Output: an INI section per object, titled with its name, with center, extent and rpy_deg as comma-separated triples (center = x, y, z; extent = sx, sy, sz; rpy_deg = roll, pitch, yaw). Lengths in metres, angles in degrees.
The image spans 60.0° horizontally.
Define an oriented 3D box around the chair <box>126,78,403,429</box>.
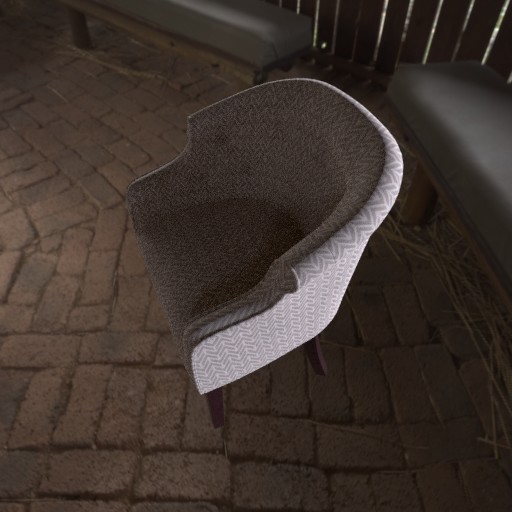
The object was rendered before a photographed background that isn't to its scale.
[chair]
center = 0.000, 0.000, 1.313
extent = 0.613, 0.858, 0.686
rpy_deg = -19, 50, -16
